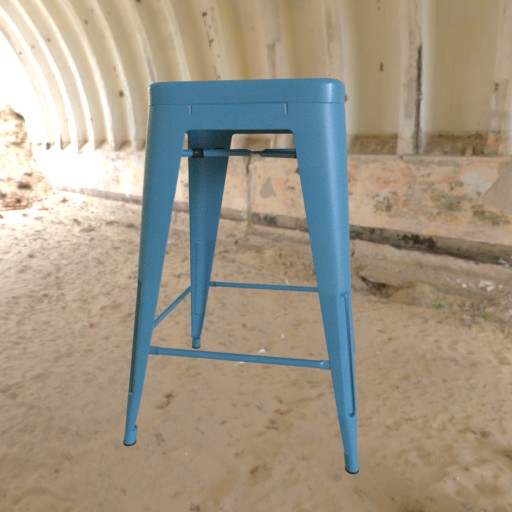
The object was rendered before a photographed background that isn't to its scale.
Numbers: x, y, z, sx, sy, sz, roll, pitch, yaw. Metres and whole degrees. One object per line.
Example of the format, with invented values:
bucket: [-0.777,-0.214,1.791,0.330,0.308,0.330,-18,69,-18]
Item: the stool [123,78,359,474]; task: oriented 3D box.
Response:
stool: [0.000,0.000,0.865,0.410,0.608,0.410,3,15,10]
